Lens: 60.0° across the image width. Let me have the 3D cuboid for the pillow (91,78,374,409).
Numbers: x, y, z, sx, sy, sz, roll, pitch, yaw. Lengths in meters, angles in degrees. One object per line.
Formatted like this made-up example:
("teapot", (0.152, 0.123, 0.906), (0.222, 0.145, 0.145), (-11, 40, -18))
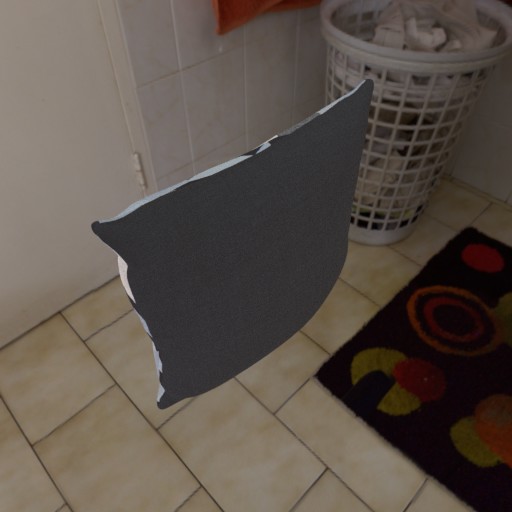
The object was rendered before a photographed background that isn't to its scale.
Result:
("pillow", (0.000, 0.000, 0.776), (0.503, 0.496, 0.208), (-34, 56, -27))
